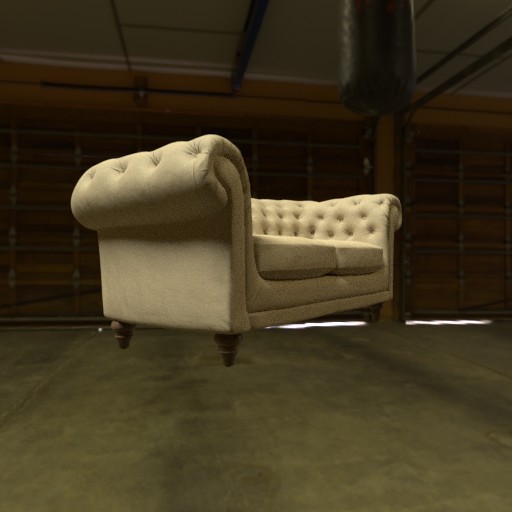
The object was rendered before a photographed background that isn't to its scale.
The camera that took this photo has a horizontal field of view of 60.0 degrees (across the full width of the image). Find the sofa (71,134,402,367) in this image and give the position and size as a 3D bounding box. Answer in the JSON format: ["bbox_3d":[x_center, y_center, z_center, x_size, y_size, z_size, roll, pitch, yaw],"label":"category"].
[{"bbox_3d":[0.000,0.000,2.503,1.069,0.835,1.988,0,0,36],"label":"sofa"}]
